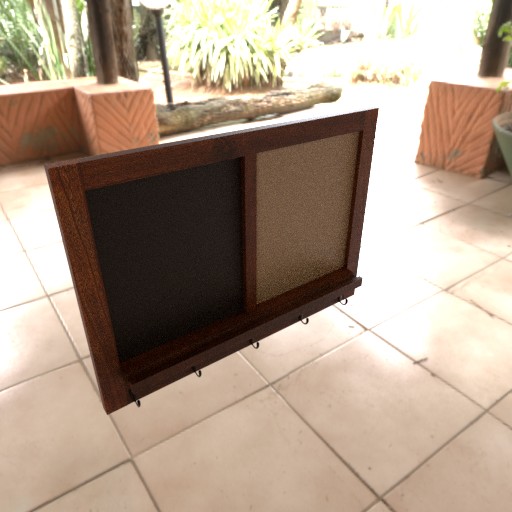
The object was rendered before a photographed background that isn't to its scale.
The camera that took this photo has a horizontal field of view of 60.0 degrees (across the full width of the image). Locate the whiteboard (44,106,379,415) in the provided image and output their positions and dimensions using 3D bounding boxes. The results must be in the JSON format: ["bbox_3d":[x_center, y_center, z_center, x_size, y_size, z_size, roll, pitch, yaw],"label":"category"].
[{"bbox_3d":[0.000,0.000,1.004,0.768,0.553,0.083,-20,35,-31],"label":"whiteboard"}]
